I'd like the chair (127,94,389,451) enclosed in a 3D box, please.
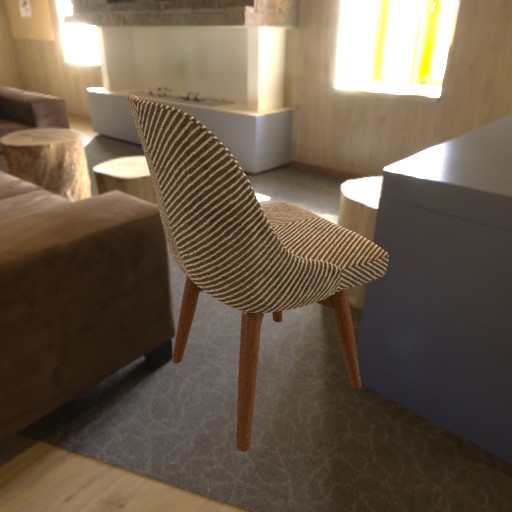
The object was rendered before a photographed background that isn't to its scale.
[{"bbox_3d":[0.000,0.000,1.249,0.591,0.883,0.504,-17,32,-29],"label":"chair"}]
